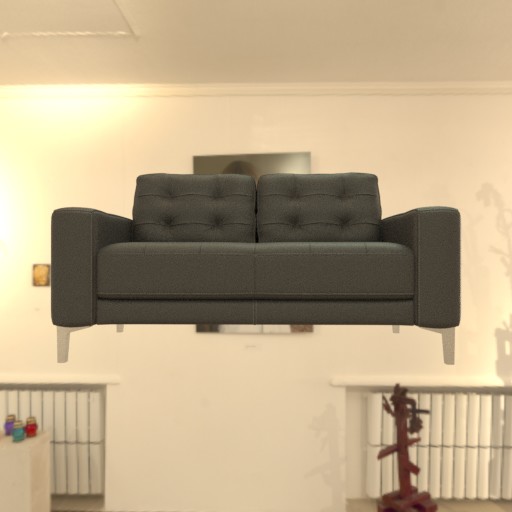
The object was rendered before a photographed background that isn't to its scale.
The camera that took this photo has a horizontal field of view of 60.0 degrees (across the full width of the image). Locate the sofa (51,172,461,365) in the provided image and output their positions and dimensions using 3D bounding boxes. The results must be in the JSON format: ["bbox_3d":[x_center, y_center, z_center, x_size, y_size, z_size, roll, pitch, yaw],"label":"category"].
[{"bbox_3d":[0.000,0.000,2.220,1.726,0.893,0.833,0,0,1],"label":"sofa"}]
